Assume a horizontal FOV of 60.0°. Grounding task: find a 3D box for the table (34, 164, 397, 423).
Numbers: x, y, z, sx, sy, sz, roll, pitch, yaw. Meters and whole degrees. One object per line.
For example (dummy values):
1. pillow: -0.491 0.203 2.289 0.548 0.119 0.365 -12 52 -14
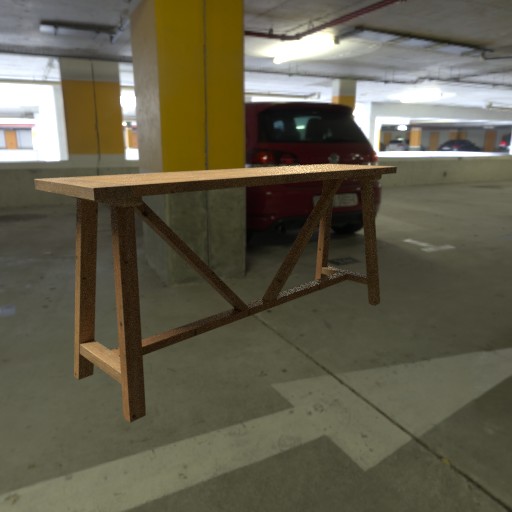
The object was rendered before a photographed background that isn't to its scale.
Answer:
1. table: 0.000 0.000 2.156 0.465 0.810 1.800 14 20 43
